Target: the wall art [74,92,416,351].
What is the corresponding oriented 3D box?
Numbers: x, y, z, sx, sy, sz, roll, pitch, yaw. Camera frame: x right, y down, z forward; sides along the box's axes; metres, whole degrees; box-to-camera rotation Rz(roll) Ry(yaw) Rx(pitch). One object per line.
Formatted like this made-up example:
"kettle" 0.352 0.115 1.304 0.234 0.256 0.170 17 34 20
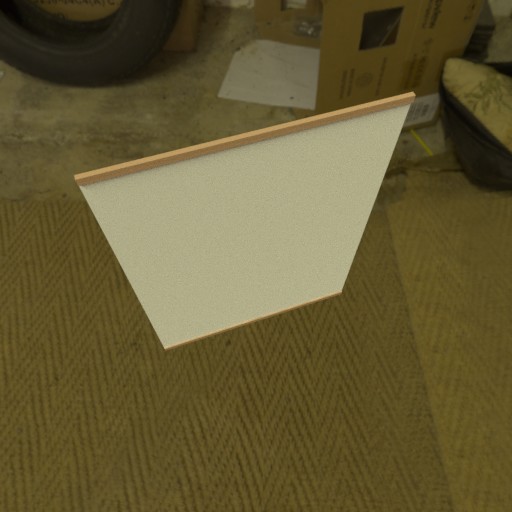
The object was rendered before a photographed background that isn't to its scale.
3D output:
"wall art" 0.000 0.000 1.376 0.758 1.016 0.013 -17 60 -10
